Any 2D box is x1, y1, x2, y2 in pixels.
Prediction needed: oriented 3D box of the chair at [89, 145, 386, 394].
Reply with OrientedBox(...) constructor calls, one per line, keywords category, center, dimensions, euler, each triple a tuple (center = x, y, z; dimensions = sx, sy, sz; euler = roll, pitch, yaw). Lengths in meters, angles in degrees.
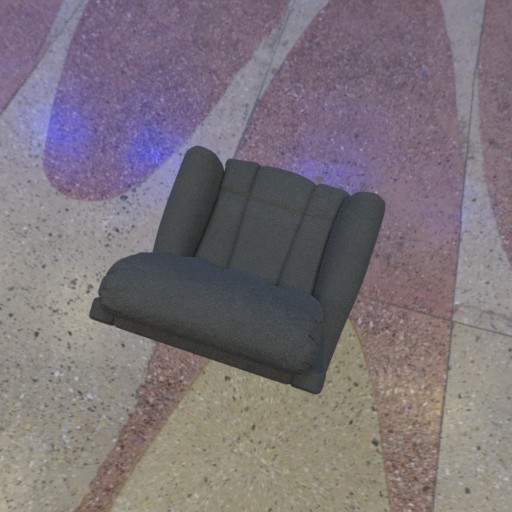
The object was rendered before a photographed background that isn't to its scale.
OrientedBox(category="chair", center=(0.000, 0.000, 1.723), dimensions=(0.871, 1.031, 0.979), euler=(17, 66, 8))
